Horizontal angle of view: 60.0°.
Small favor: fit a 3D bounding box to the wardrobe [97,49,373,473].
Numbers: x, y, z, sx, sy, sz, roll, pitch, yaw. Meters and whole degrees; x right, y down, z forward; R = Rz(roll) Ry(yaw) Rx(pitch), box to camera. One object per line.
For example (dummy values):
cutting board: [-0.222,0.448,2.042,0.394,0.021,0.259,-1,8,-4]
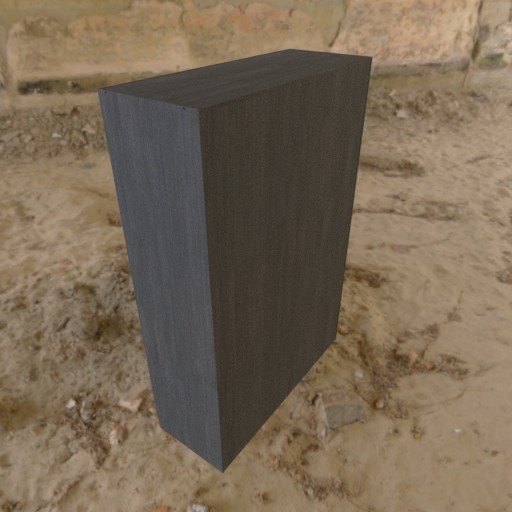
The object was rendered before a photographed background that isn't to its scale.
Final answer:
wardrobe: [0.000,0.000,2.433,0.510,1.910,1.290,21,38,30]
